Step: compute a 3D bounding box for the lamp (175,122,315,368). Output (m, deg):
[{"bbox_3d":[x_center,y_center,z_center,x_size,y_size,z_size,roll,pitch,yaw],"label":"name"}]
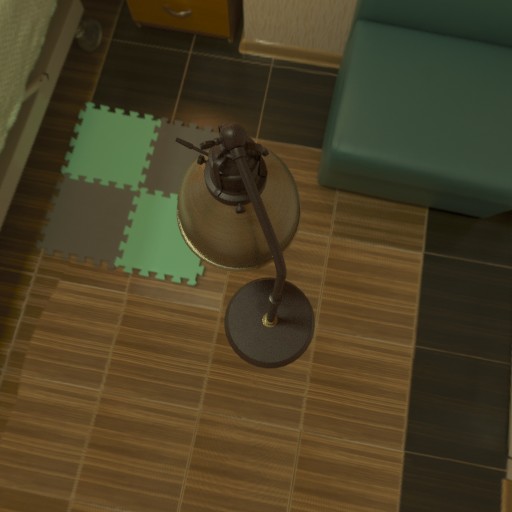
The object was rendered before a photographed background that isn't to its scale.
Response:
[{"bbox_3d":[0.000,0.000,0.598,0.175,0.469,0.298,-18,76,-5],"label":"lamp"}]
